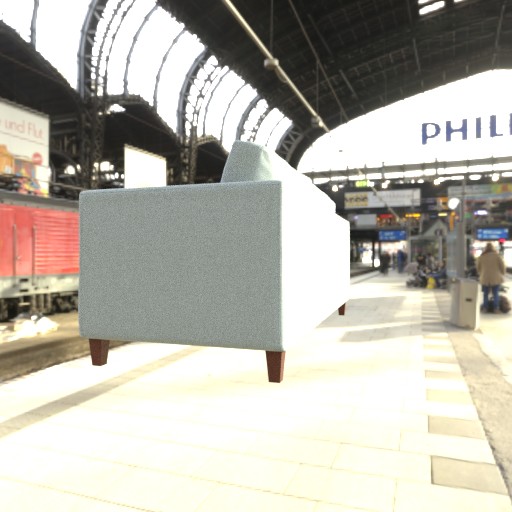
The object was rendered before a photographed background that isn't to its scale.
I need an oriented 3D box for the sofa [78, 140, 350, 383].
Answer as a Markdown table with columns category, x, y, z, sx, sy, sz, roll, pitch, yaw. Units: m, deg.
| category | x | y | z | sx | sy | sz | roll | pitch | yaw |
| --- | --- | --- | --- | --- | --- | --- | --- | --- | --- |
| sofa | 0.000 | 0.000 | 2.798 | 0.951 | 0.965 | 2.208 | 0 | 0 | 18 |
